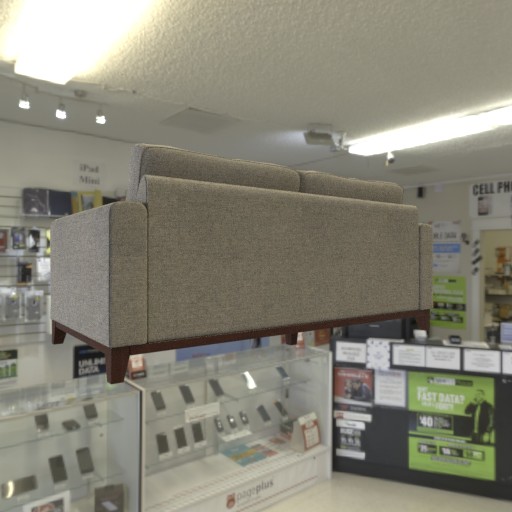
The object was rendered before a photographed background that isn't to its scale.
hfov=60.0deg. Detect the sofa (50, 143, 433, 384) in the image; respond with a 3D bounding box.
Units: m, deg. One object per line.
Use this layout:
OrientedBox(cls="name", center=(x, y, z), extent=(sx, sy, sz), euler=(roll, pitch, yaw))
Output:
OrientedBox(cls="sofa", center=(0.000, 0.000, 2.483), extent=(1.978, 0.892, 0.969), euler=(0, 0, -37))
